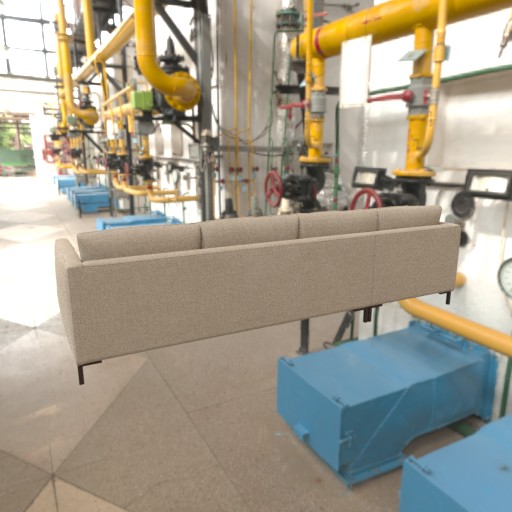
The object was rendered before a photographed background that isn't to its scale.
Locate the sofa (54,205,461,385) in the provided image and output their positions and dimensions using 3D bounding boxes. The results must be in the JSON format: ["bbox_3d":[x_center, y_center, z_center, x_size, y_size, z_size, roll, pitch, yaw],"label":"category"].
[{"bbox_3d":[0.000,0.000,3.502,2.923,0.816,1.469,-7,15,-26],"label":"sofa"}]
